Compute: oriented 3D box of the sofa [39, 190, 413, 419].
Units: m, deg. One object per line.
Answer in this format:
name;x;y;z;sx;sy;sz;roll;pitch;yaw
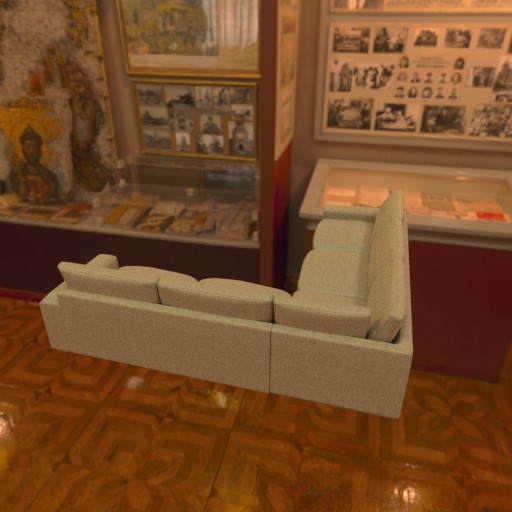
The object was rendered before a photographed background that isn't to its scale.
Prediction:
sofa;0.000;0.000;4.225;2.742;0.800;2.622;8;29;14
